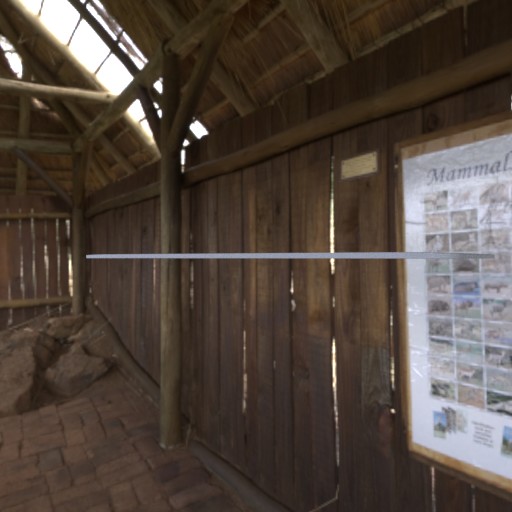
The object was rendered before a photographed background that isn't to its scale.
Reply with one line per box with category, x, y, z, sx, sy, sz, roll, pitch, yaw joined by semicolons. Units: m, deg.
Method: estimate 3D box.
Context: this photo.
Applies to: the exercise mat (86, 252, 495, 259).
exercise mat;0.000;0.000;2.044;1.884;0.021;0.616;0;0;37
